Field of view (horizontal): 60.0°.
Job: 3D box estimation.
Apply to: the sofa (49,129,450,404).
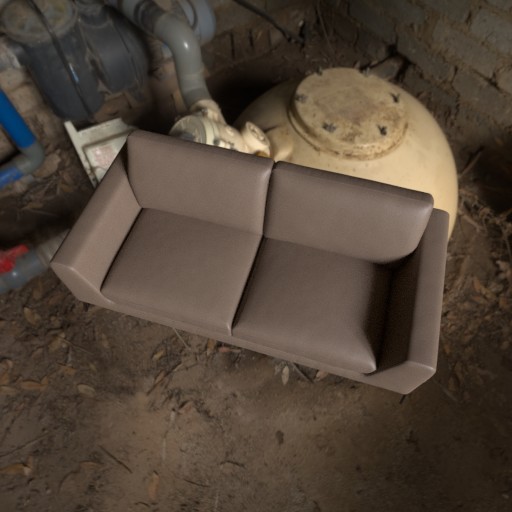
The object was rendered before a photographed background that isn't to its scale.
[{"bbox_3d":[0.000,0.000,2.542,2.017,0.875,0.953,14,60,9],"label":"sofa"}]
